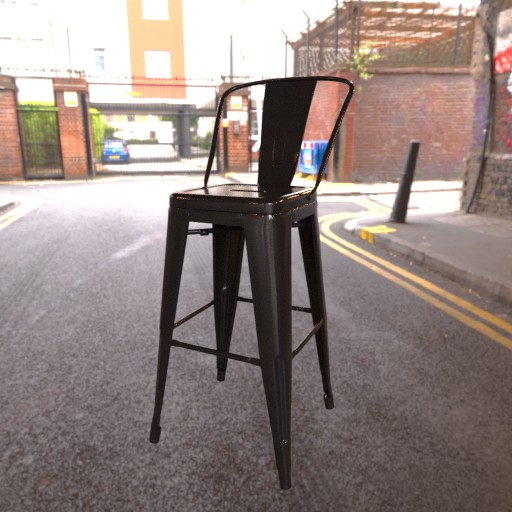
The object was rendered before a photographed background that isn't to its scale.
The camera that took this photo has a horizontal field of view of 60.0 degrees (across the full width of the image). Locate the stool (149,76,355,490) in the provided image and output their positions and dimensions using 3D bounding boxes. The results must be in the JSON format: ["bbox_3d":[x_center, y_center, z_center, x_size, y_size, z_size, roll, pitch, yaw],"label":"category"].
[{"bbox_3d":[0.000,0.000,1.269,0.432,1.022,0.528,7,16,25],"label":"stool"}]
